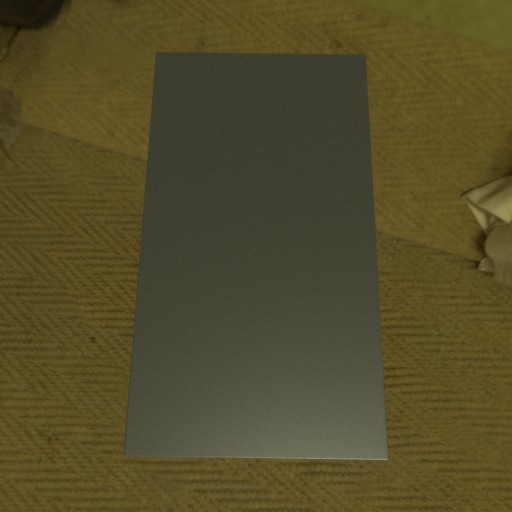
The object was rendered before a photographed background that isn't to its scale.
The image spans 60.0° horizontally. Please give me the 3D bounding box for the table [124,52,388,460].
[{"bbox_3d":[0.000,0.000,1.371,0.612,0.493,1.068,1,76,0],"label":"table"}]
